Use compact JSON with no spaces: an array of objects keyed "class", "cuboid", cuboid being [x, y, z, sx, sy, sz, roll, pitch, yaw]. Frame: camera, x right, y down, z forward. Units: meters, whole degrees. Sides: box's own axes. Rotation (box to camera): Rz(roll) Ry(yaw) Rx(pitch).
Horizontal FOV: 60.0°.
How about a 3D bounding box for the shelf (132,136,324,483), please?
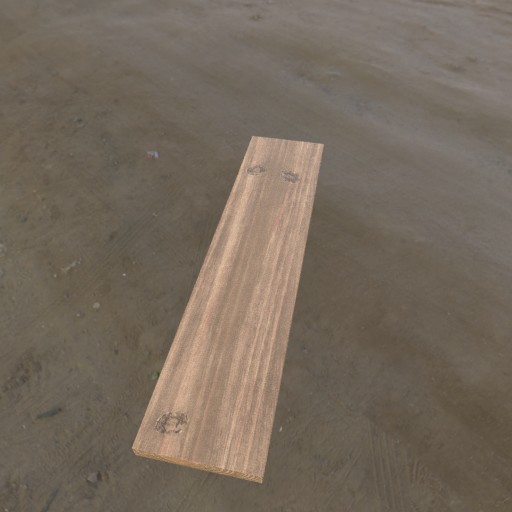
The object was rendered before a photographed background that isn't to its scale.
[{"class":"shelf","cuboid":[0.000,0.000,0.665,0.140,0.020,0.610,9,48,8]}]
